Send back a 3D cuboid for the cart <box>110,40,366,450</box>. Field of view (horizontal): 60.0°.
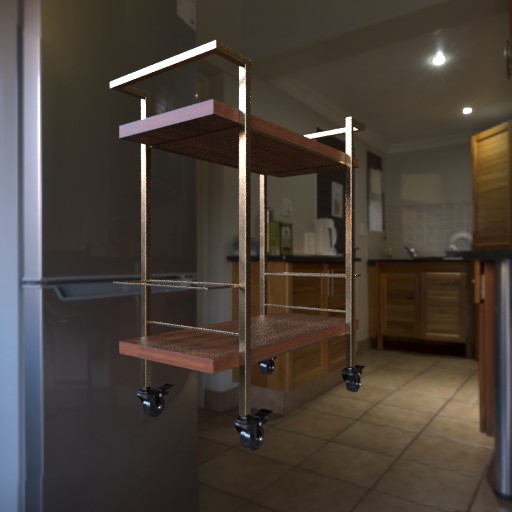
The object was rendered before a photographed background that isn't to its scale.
[{"bbox_3d":[0.000,0.000,1.197,0.364,0.807,0.695,0,0,37],"label":"cart"}]
